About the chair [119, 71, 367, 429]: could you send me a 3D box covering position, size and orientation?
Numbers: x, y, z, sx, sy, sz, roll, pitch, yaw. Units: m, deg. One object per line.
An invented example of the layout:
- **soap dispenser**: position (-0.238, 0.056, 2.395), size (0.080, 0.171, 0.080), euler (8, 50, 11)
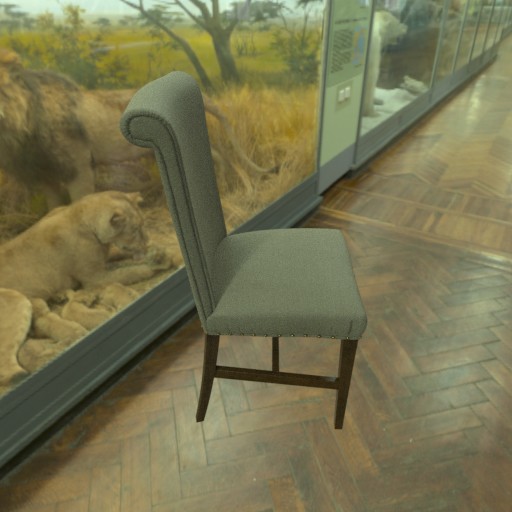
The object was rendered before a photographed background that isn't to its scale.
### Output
- **chair**: position (0.000, 0.000, 1.360), size (0.608, 0.988, 0.513), euler (1, 31, 1)
